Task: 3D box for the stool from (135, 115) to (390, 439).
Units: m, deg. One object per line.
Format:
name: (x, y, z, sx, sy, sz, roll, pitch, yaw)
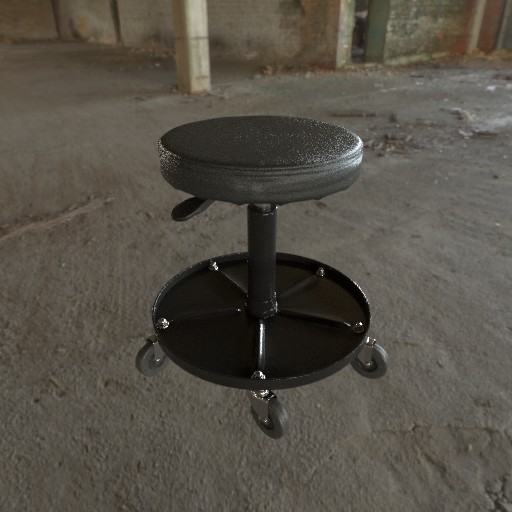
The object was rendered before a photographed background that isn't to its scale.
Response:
stool: (0.000, 0.000, 0.675, 0.382, 0.365, 0.381, -21, 35, -33)
